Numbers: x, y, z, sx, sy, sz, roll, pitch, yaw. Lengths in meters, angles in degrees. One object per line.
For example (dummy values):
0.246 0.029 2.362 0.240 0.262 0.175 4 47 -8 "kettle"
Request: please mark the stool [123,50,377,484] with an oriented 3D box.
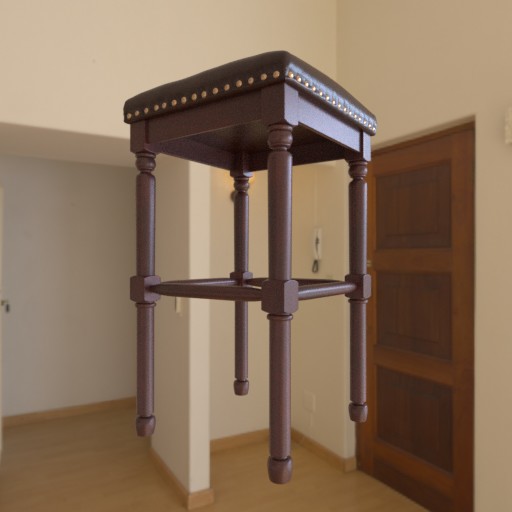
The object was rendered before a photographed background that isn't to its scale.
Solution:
0.000 0.000 0.916 0.382 0.702 0.383 0 0 35 "stool"
